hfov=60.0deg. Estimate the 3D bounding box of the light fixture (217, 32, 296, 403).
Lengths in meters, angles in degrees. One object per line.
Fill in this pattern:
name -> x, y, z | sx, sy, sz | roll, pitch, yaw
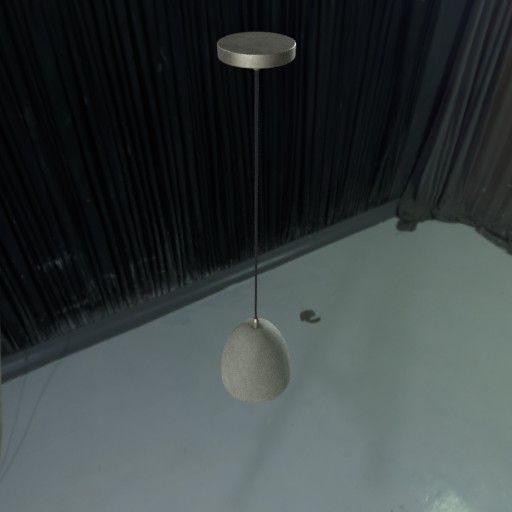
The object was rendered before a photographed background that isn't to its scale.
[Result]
light fixture -> 0.000, 0.000, 0.843 | 0.170, 0.759, 0.170 | -24, 47, -25
